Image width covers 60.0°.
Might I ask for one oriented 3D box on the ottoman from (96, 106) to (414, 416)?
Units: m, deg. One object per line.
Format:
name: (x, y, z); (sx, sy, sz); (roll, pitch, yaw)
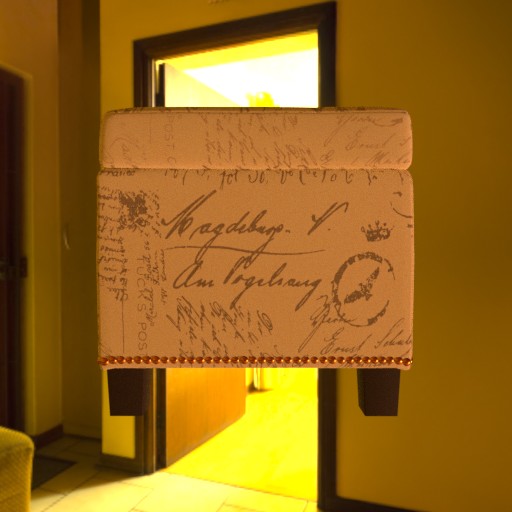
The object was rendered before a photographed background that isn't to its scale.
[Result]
ottoman: (0.000, 0.000, 0.831); (0.450, 0.457, 0.449); (0, 1, 0)
